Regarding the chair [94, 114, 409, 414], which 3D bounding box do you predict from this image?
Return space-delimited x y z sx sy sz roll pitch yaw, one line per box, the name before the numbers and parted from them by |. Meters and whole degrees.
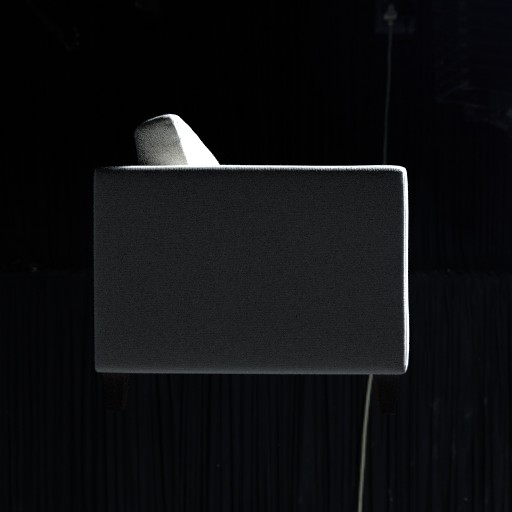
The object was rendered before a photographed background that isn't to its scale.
chair | 0.000 0.000 1.757 0.959 0.919 0.996 0 1 1
